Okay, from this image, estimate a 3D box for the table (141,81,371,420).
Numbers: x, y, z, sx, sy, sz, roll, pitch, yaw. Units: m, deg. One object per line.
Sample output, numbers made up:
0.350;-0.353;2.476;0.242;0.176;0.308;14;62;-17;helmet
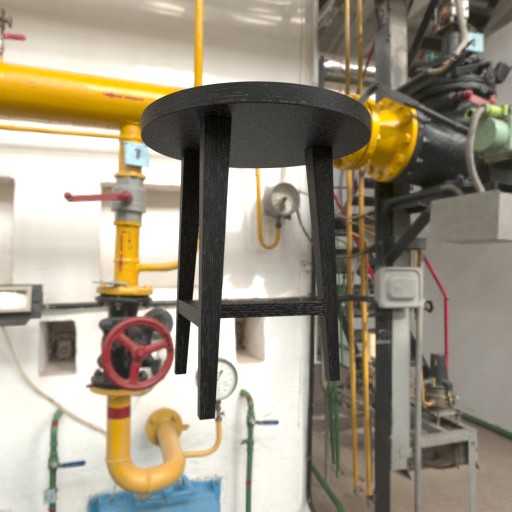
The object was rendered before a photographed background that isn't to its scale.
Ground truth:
0.000;0.000;0.788;0.399;0.460;0.399;0;-1;0;table
